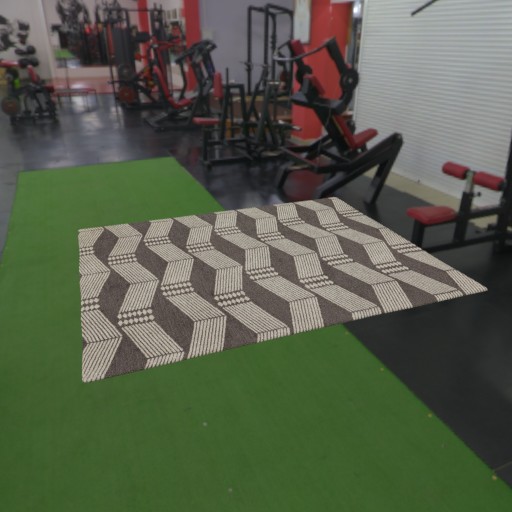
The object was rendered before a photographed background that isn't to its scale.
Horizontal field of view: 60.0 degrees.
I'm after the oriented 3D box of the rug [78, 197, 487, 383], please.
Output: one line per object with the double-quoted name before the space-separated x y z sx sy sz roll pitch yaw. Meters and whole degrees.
"rug" 0.000 0.000 4.066 3.048 0.016 2.438 -9 28 -18
